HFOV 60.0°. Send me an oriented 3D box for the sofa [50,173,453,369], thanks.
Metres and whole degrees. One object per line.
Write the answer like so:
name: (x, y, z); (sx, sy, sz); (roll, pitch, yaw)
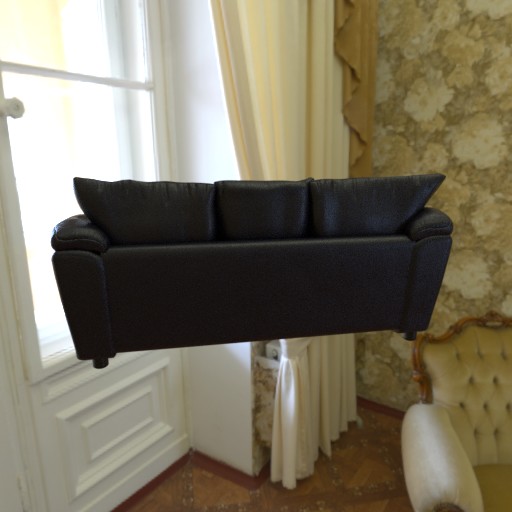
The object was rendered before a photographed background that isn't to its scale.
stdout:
sofa: (0.000, 0.000, 2.856); (2.336, 1.073, 0.880); (-3, 14, -11)
